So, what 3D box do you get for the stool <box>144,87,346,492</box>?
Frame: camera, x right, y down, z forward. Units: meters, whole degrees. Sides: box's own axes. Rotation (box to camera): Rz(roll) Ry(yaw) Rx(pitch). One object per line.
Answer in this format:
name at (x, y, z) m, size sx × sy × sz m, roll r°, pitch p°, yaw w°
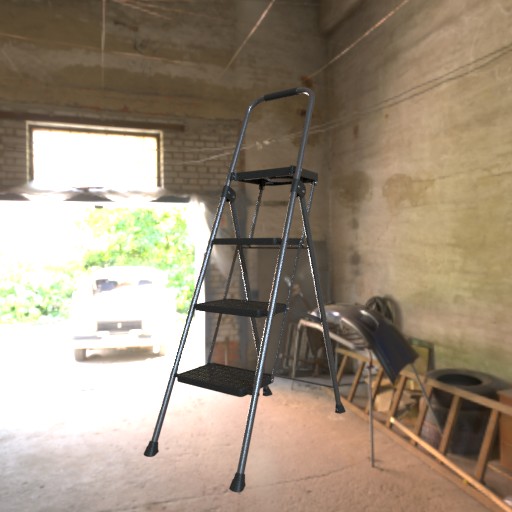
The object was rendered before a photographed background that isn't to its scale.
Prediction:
stool at (0.000, 0.000, 1.605) m, size 0.396 × 1.277 × 0.733 m, roll 1°, pitch 2°, yaw 35°
